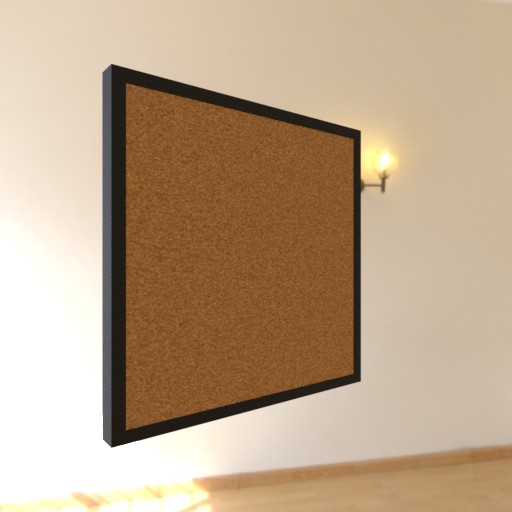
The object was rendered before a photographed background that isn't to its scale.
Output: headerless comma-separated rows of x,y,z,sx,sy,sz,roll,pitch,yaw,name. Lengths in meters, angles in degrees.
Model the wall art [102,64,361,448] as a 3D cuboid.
0.000,0.000,0.749,0.506,0.503,0.036,0,0,-38,wall art
